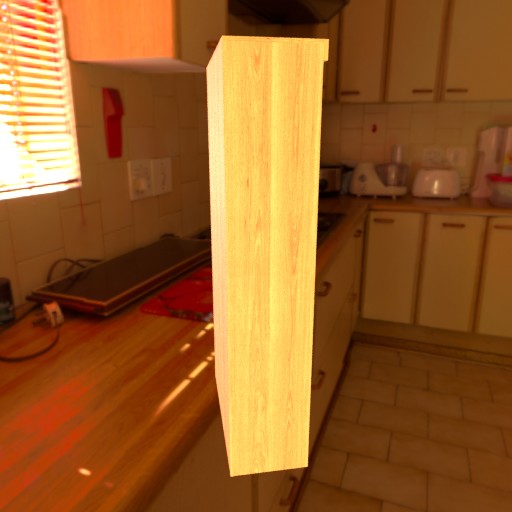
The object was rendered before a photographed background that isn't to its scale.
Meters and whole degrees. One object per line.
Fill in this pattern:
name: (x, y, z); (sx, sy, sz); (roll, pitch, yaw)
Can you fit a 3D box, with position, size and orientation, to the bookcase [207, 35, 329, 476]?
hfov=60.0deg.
bookcase: (0.000, 0.000, 2.433); (0.420, 2.020, 0.950); (-3, 16, -9)
